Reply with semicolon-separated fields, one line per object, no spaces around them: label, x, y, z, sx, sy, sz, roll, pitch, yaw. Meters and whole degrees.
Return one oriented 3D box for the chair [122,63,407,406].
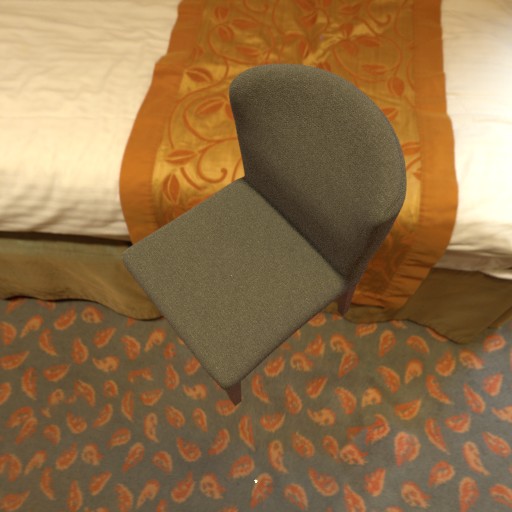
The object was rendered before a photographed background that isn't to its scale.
chair;0.000;0.000;1.225;0.589;0.839;0.491;-37;69;-17
